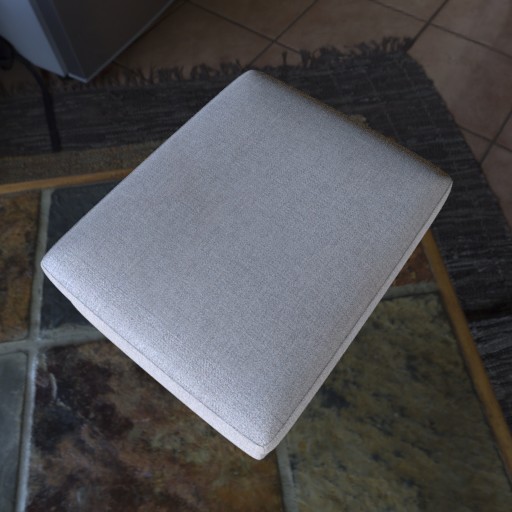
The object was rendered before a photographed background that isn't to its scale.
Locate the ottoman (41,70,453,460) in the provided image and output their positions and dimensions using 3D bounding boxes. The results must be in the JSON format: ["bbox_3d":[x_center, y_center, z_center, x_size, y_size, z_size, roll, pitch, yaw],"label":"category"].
[{"bbox_3d":[0.000,0.000,1.217,0.671,0.490,0.820,34,68,16],"label":"ottoman"}]
